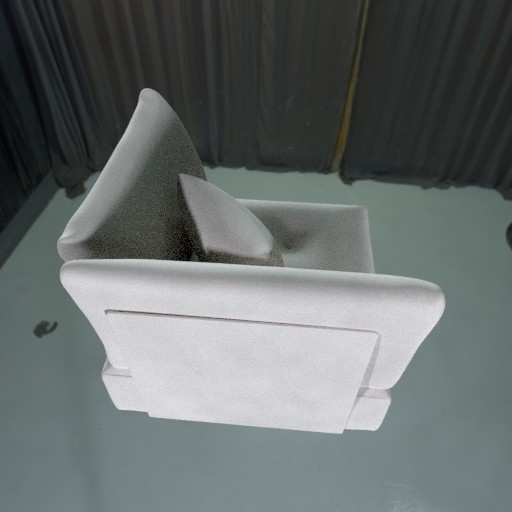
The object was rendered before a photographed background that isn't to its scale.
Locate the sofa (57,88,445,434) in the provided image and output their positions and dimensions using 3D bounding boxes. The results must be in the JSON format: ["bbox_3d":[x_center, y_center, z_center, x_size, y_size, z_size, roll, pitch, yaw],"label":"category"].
[{"bbox_3d":[0.000,0.000,1.658,1.000,0.820,1.000,4,47,4],"label":"sofa"}]
